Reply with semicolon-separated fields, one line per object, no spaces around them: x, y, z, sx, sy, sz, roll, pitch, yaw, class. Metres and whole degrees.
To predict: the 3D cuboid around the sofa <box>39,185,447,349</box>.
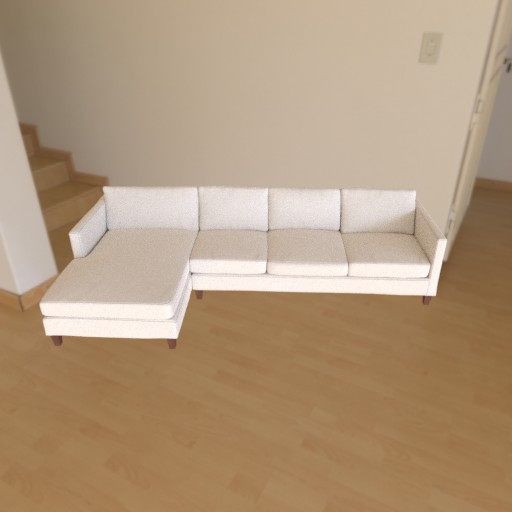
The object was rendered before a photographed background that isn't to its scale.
0.000;0.000;3.913;3.186;0.846;1.625;1;29;2;sofa
